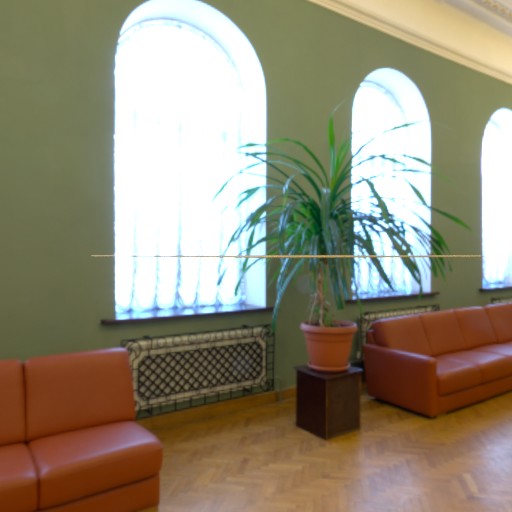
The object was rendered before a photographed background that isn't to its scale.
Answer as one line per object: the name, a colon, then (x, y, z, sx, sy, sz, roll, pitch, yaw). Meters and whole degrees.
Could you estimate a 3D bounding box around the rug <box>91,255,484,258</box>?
rug: (0.000, 0.000, 2.954, 1.522, 0.008, 2.284, 0, 0, -36)
